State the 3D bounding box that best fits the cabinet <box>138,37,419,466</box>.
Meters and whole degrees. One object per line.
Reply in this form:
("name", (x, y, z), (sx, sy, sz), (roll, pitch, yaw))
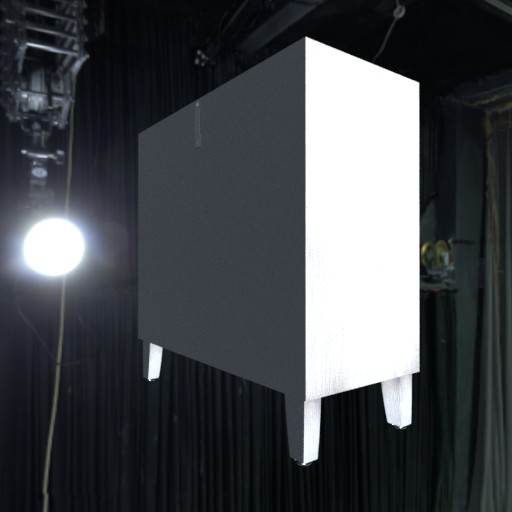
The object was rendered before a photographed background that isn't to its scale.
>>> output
("cabinet", (0.000, 0.000, 1.218), (0.370, 0.787, 0.781), (0, 0, -37))
